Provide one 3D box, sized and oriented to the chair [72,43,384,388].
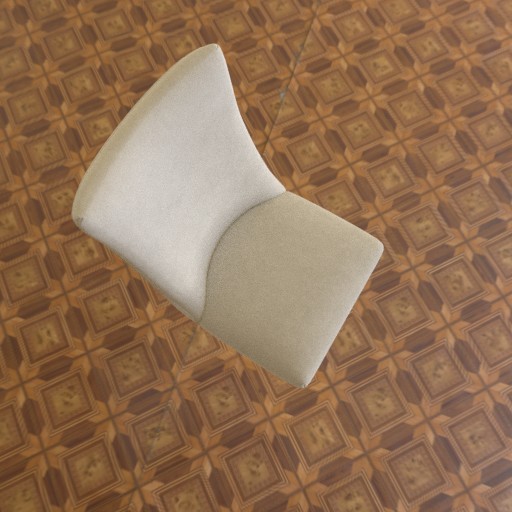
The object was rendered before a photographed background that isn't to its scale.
[{"bbox_3d":[0.000,0.000,1.248,0.610,0.902,0.495,31,75,9],"label":"chair"}]
